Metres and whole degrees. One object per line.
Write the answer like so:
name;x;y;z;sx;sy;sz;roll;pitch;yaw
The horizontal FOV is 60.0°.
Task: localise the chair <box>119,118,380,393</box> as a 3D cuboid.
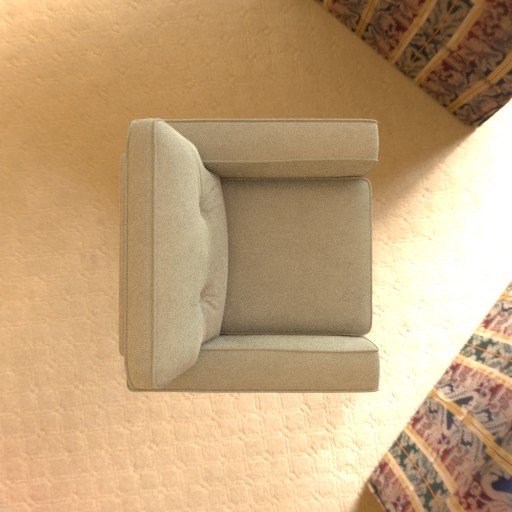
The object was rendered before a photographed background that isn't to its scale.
chair;0.000;0.000;1.774;0.939;0.965;1.015;0;89;0
